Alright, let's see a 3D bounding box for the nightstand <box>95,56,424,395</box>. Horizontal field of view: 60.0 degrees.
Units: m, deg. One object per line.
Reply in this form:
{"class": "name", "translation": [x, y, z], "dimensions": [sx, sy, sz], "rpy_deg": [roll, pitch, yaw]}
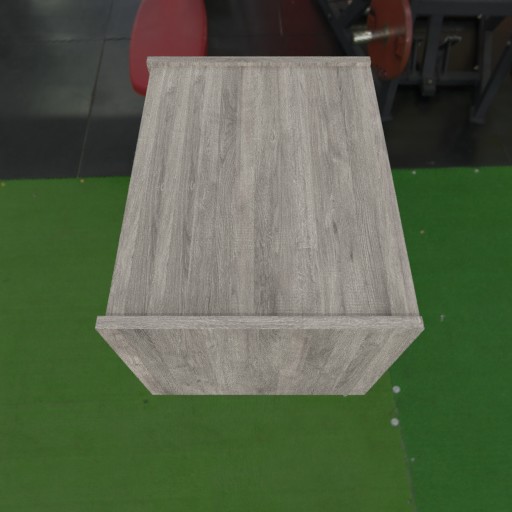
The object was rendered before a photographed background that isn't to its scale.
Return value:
{"class": "nightstand", "translation": [0.000, 0.000, 0.836], "dimensions": [0.380, 0.500, 0.480], "rpy_deg": [0, 60, 0]}
